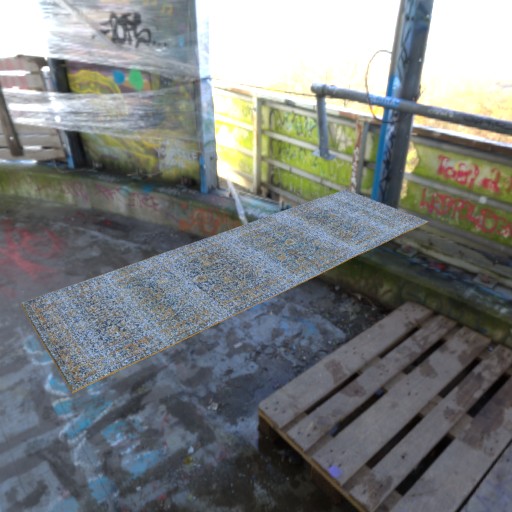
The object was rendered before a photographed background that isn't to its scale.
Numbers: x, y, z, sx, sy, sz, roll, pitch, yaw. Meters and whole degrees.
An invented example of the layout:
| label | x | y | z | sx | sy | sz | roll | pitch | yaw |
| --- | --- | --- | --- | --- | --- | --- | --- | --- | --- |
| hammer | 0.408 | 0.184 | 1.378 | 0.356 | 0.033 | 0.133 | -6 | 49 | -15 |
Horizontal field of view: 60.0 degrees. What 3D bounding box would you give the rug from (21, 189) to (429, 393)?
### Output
| label | x | y | z | sx | sy | sz | roll | pitch | yaw |
| --- | --- | --- | --- | --- | --- | --- | --- | --- | --- |
| rug | 0.000 | 0.000 | 2.475 | 2.294 | 0.014 | 0.704 | -22 | 37 | -33 |
